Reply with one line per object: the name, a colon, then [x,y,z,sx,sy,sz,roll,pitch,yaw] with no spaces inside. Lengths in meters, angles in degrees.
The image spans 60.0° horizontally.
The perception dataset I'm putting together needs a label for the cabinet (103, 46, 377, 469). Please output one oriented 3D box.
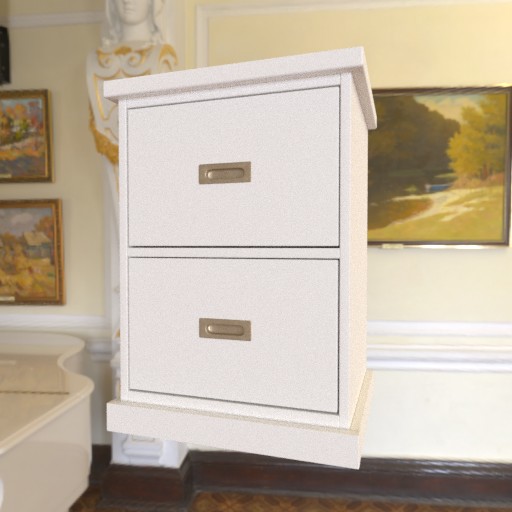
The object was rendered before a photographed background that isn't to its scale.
cabinet: [0.000,0.000,1.039,0.520,0.723,0.431,0,1,18]
